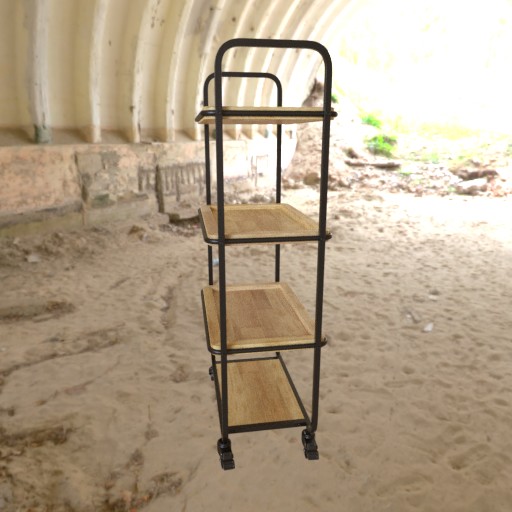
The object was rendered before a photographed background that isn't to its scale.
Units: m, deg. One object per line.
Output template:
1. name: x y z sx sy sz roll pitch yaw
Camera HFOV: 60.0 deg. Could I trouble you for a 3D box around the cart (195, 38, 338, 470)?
1. cart: 0.000 0.000 1.314 0.321 1.080 0.545 -2 15 -9
